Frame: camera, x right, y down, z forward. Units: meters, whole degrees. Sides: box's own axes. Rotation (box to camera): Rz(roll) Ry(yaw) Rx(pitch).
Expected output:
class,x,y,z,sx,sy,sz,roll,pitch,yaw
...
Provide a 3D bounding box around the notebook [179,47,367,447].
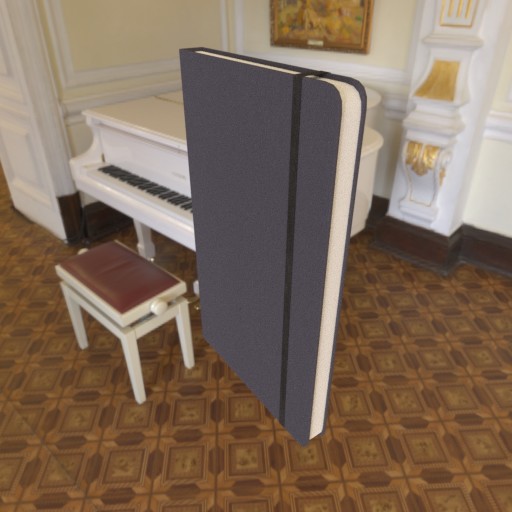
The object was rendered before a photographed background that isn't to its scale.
class,x,y,z,sx,sy,sz,roll,pitch,yaw
notebook,0.000,0.000,0.262,0.016,0.213,0.127,-21,37,-30
